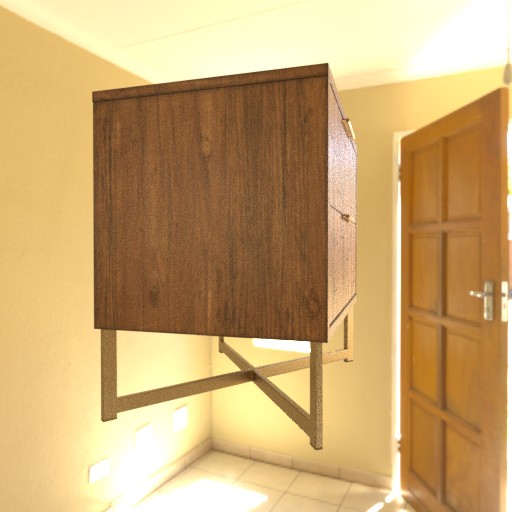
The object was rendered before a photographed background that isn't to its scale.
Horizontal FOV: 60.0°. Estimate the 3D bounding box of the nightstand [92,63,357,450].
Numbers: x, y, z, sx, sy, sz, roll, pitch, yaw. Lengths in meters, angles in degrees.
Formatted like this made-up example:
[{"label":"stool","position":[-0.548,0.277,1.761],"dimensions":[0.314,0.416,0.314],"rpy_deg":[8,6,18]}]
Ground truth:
[{"label":"nightstand","position":[0.000,0.000,1.044],"dimensions":[0.446,0.610,0.610],"rpy_deg":[0,1,17]}]
